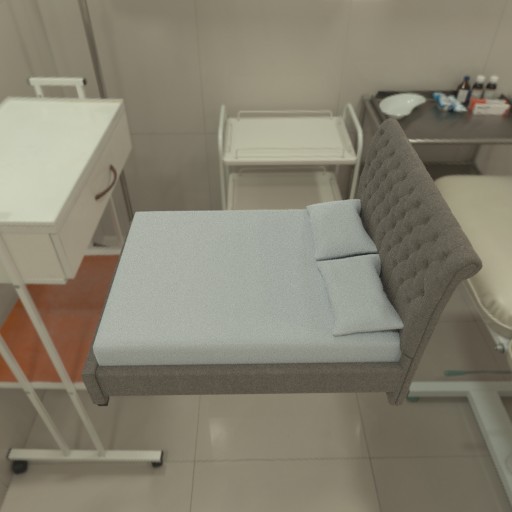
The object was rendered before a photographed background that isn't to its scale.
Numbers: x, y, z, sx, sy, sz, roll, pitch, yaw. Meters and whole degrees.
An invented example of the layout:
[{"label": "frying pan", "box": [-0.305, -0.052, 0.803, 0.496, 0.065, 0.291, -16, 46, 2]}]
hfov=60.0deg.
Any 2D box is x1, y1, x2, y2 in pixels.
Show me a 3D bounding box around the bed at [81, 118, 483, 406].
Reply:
[{"label": "bed", "box": [0.000, 0.000, 3.238, 2.252, 1.371, 1.645, -1, 41, -1]}]
